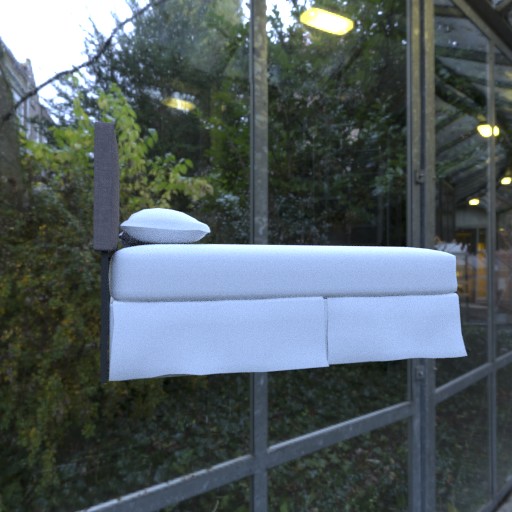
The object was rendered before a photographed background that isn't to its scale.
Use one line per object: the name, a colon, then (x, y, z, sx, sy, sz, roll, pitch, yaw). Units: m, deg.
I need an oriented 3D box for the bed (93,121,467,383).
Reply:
bed: (0.000, 0.000, 2.833, 1.894, 1.089, 1.610, 0, -1, -18)
